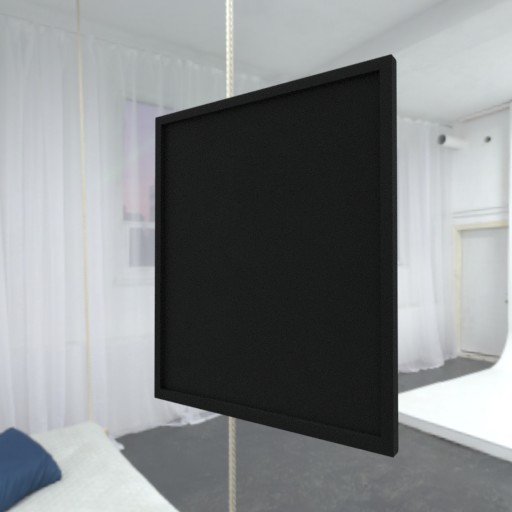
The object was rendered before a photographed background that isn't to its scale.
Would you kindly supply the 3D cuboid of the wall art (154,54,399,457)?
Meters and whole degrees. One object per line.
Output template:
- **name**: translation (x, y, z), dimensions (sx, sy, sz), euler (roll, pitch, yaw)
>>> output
- **wall art**: translation (0.000, 0.000, 0.688), dimensions (0.432, 0.508, 0.021), euler (-1, -1, 35)
